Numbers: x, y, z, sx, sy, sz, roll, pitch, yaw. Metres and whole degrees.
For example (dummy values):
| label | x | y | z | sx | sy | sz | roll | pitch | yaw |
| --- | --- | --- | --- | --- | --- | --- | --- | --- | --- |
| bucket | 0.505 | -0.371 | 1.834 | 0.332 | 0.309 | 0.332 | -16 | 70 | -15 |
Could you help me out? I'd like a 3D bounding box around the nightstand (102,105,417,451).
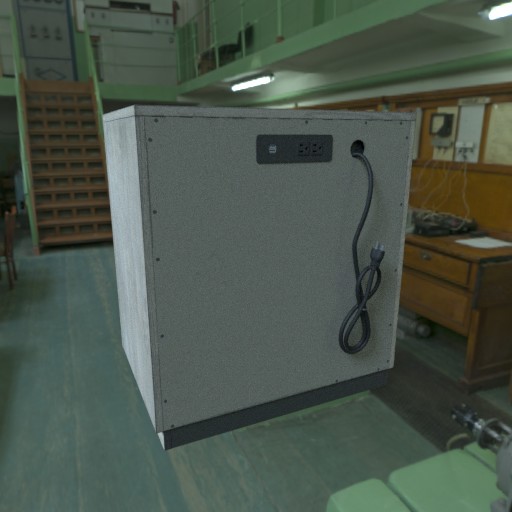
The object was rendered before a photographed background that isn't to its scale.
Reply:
| label | x | y | z | sx | sy | sz | roll | pitch | yaw |
| --- | --- | --- | --- | --- | --- | --- | --- | --- | --- |
| nightstand | 0.000 | 0.000 | 1.095 | 0.612 | 0.673 | 0.483 | -7 | 17 | -24 |
